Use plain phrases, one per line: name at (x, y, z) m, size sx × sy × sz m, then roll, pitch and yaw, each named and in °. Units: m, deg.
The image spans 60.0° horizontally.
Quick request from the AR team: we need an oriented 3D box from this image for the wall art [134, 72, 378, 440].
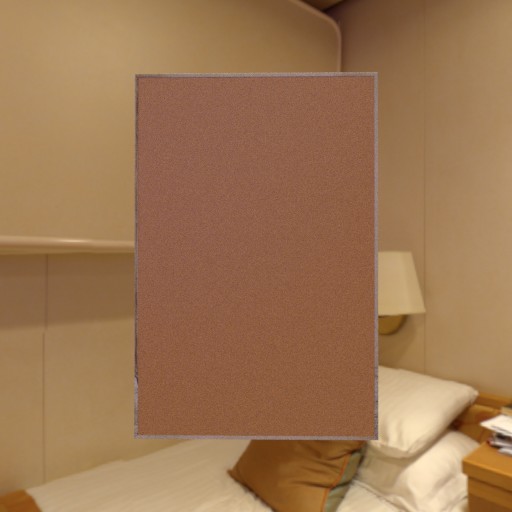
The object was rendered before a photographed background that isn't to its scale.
wall art at (0.000, 0.000, 0.752) m, size 0.403 × 0.607 × 0.036 m, roll 0°, pitch 0°, yaw 1°
